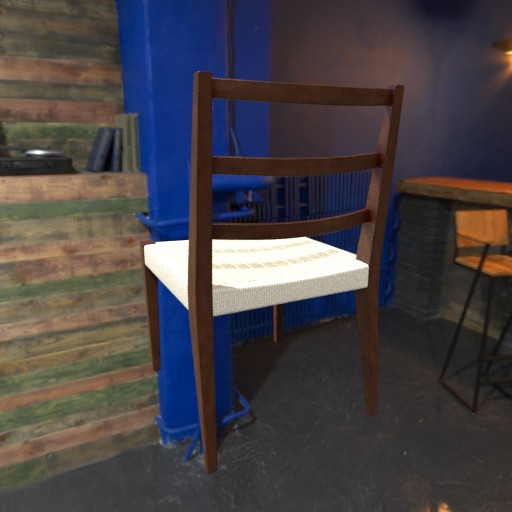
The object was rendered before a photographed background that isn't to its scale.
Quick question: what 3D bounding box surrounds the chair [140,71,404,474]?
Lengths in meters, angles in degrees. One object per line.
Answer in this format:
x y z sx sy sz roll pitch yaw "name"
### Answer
0.000 0.000 1.157 0.480 0.813 0.551 -8 17 -26 "chair"
